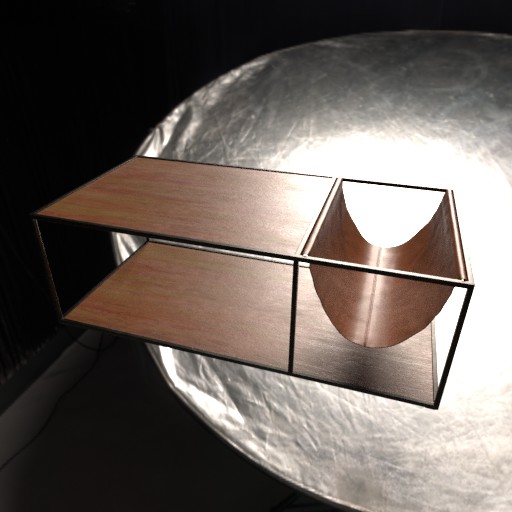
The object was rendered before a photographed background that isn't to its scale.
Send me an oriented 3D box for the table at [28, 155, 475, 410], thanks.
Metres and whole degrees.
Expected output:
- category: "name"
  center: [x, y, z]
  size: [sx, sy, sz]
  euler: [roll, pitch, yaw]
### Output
- category: "table"
  center: [0.000, 0.000, 1.472]
  size: [1.199, 0.403, 0.597]
  euler: [9, 31, 15]
